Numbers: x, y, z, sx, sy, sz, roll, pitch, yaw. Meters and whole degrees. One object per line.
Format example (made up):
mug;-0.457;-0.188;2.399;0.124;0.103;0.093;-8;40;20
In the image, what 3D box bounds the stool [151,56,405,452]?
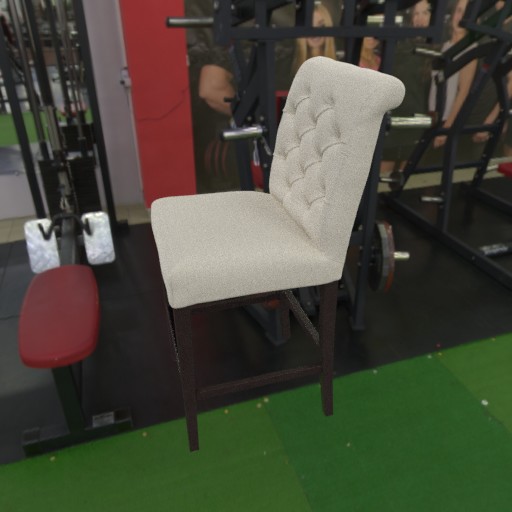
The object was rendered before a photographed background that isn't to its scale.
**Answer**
stool;0.000;0.000;1.415;0.610;1.118;0.482;-8;31;-14
